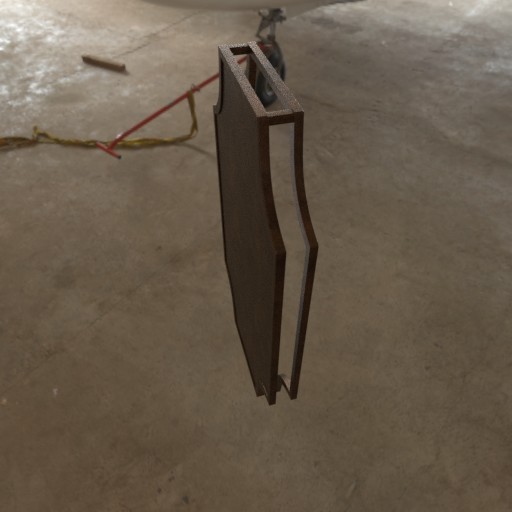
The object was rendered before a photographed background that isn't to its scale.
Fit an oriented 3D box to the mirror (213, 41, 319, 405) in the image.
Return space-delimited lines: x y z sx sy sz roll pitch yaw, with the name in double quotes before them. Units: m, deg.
"mirror" 0.000 0.000 0.977 0.066 0.811 0.462 -11 47 -11
